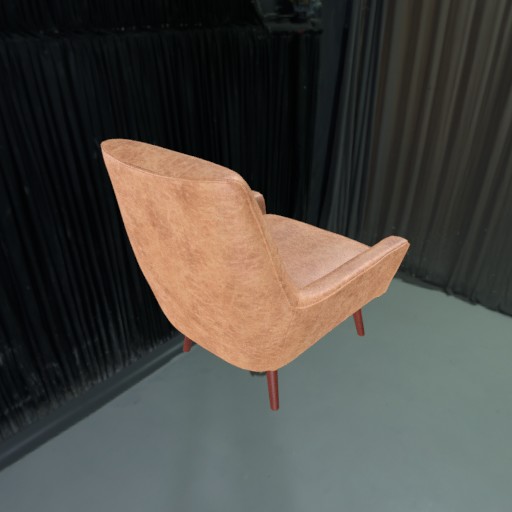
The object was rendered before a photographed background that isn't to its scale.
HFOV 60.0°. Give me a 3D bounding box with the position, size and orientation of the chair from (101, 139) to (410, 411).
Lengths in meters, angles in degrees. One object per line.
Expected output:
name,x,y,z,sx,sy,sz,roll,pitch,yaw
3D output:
chair,0.000,0.000,1.524,0.753,0.883,0.851,23,37,34
